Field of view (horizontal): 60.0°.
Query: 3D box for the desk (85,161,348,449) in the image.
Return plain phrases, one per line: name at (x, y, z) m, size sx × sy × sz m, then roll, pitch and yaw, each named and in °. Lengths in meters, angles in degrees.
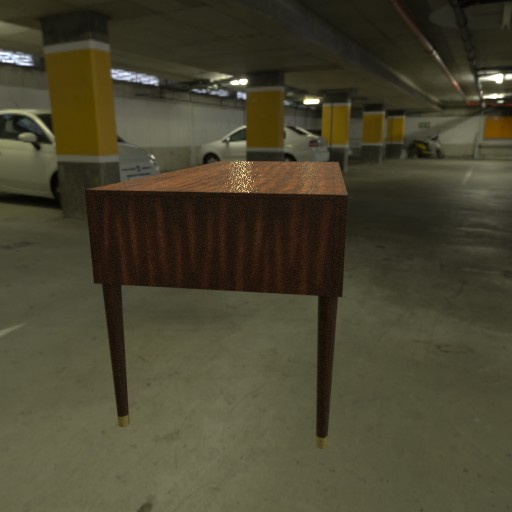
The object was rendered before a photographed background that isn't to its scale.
desk at (0.000, 0.000, 2.013) m, size 0.724 × 0.762 × 1.575 m, roll 2°, pitch 15°, yaw 9°
